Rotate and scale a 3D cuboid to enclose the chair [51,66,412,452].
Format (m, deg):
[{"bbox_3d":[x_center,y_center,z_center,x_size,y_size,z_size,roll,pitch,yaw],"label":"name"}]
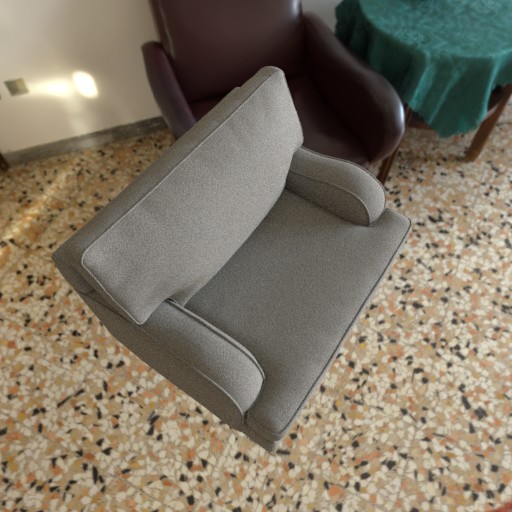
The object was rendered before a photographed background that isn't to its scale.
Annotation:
[{"bbox_3d":[0.000,0.000,1.983,1.040,1.016,1.220,30,63,18],"label":"chair"}]
